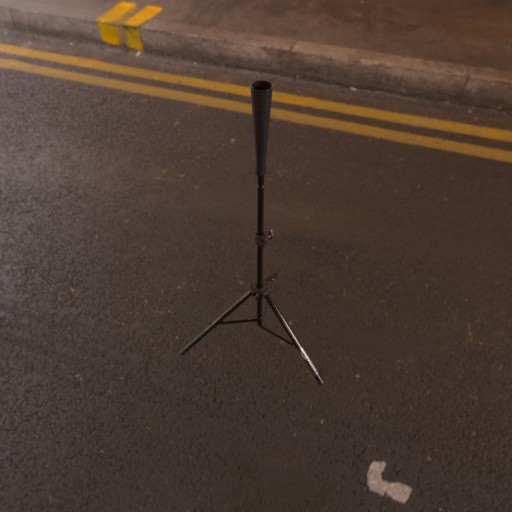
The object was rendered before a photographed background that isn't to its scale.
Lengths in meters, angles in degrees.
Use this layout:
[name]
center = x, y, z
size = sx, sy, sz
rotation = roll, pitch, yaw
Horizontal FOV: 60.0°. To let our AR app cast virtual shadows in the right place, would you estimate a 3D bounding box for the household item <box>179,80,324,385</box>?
[household item]
center = 0.000, 0.000, 1.406
size = 0.559, 1.067, 0.559
rotation = -24, 51, -21
